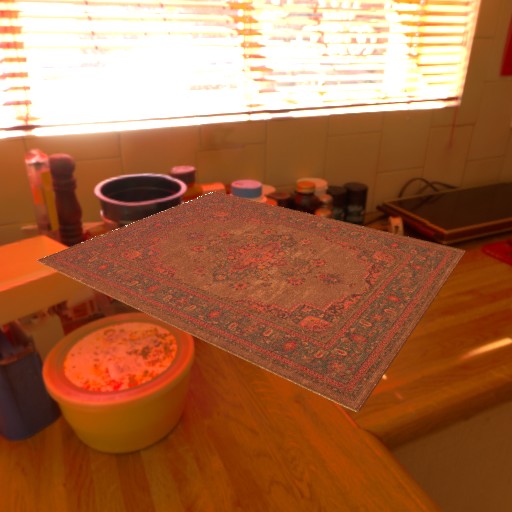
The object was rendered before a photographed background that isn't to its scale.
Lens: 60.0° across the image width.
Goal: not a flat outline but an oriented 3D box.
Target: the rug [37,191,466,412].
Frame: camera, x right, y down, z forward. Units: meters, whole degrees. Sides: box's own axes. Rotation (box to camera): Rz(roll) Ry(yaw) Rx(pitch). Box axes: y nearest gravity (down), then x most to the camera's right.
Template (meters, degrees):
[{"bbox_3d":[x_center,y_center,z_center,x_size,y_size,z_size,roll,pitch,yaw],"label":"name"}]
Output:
[{"bbox_3d":[0.000,0.000,4.018,3.057,0.013,2.434,17,31,31],"label":"rug"}]
